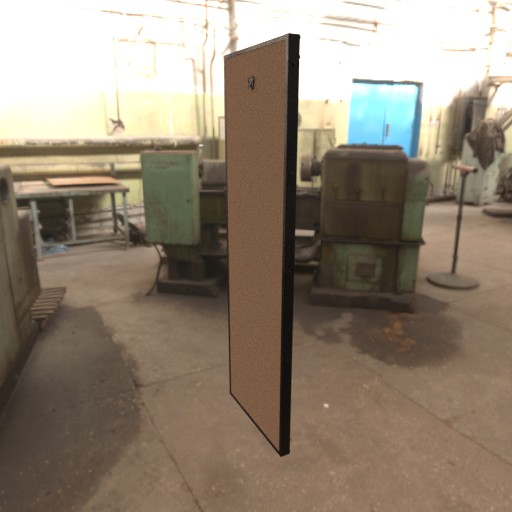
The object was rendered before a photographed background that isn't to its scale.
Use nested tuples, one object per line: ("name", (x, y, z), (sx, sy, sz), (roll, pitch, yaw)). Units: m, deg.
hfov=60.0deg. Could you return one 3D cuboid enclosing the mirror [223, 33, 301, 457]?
("mirror", (0.000, 0.000, 1.240), (0.042, 1.080, 0.354), (-8, 18, -26))
